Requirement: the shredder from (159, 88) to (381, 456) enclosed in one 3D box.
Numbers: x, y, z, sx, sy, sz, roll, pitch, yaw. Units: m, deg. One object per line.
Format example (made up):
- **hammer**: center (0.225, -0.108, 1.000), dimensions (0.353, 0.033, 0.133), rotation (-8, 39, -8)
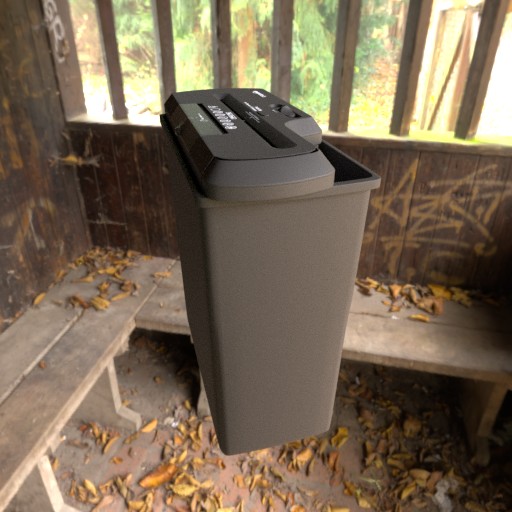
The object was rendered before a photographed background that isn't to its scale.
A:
- **shredder**: center (0.000, 0.000, 0.518), dimensions (0.170, 0.335, 0.320), rotation (-8, 31, -14)
